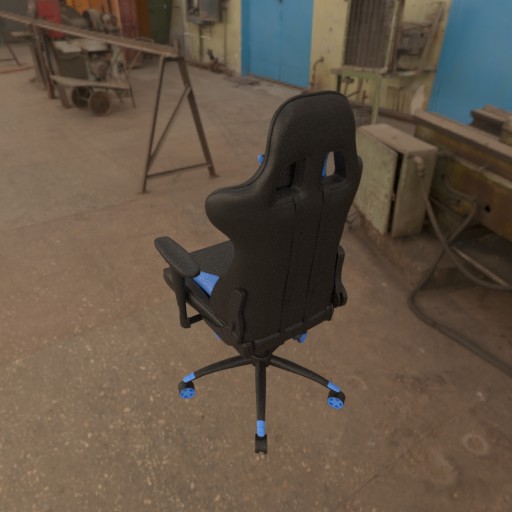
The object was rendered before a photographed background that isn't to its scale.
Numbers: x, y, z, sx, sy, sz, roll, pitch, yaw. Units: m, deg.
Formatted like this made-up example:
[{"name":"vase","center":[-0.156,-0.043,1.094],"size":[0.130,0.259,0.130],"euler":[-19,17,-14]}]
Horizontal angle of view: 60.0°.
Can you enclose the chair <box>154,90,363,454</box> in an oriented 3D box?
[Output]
[{"name":"chair","center":[0.000,0.000,1.682],"size":[0.695,1.282,0.730],"euler":[-19,37,-28]}]
